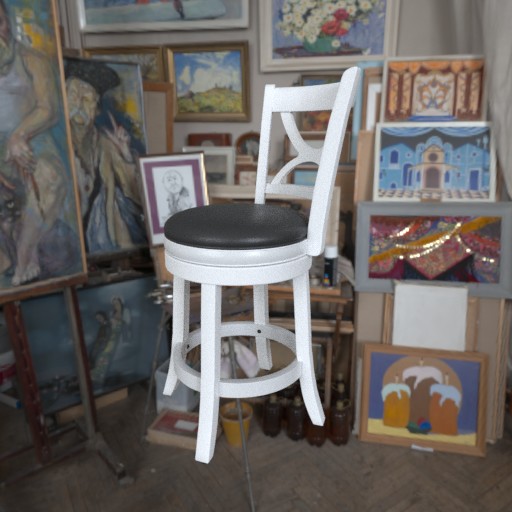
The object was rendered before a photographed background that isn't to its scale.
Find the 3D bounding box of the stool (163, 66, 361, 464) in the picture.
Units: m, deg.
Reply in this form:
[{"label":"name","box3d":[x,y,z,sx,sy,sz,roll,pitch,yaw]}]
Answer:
[{"label":"stool","box3d":[0.000,0.000,1.247,0.508,0.953,0.444,-7,17,-25]}]
